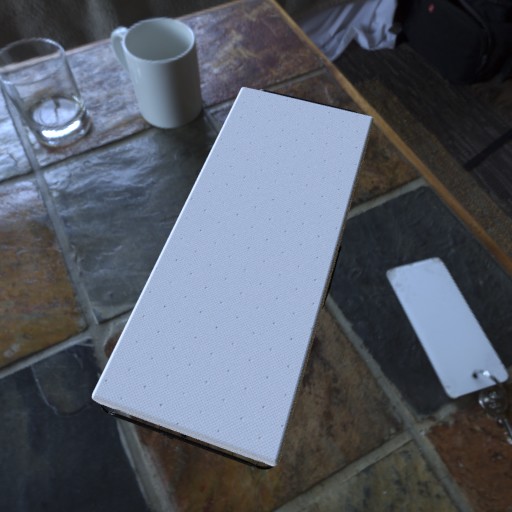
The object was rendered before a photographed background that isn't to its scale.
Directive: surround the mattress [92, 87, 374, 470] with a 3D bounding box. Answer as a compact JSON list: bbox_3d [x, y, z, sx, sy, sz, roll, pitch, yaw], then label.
[{"bbox_3d":[0.000,0.000,2.602,0.922,0.519,2.153,16,63,8],"label":"mattress"}]
